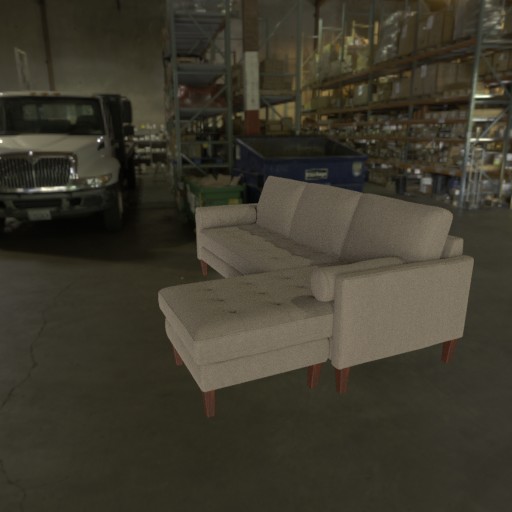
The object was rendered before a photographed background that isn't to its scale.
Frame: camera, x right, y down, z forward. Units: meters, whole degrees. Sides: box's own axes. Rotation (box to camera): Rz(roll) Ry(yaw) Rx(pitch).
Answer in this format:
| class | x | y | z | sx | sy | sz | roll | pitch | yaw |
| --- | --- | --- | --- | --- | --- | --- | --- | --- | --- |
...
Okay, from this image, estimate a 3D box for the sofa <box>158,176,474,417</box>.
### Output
| class | x | y | z | sx | sy | sz | roll | pitch | yaw |
| --- | --- | --- | --- | --- | --- | --- | --- | --- | --- |
| sofa | 0.000 | 0.000 | 2.983 | 1.506 | 0.875 | 2.178 | -7 | 17 | -24 |
